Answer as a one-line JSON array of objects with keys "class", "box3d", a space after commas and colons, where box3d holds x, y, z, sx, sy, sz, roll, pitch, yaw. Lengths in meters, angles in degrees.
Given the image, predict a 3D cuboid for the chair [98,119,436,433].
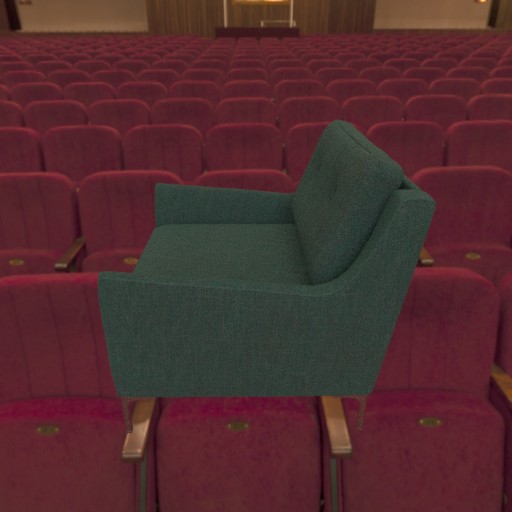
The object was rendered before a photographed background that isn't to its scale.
[{"class": "chair", "box3d": [0.000, 0.000, 1.551, 0.849, 0.828, 0.847, 0, 26, -1]}]
